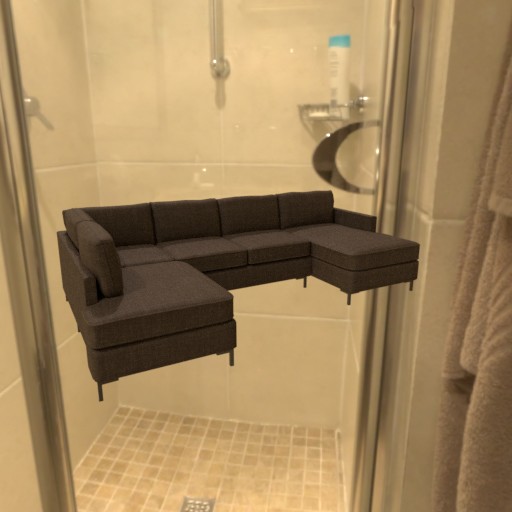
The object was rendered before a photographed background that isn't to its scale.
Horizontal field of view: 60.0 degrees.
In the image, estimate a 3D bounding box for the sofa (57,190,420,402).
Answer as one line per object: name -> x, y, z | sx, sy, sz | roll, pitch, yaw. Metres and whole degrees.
sofa -> 0.000, 0.000, 4.318 | 3.423, 0.999, 2.048 | -8, 17, -28
